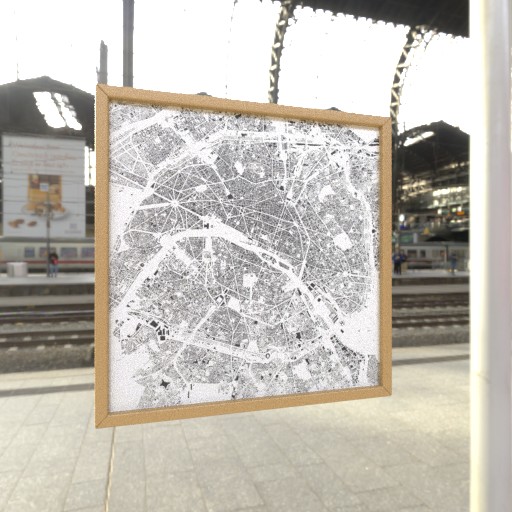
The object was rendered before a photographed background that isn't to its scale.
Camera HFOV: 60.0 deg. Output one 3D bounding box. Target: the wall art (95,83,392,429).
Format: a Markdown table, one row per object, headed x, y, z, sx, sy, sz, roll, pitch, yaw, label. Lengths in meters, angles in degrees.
| x | y | z | sx | sy | sz | roll | pitch | yaw | label |
| --- | --- | --- | --- | --- | --- | --- | --- | --- | --- |
| 0.000 | 0.000 | 0.747 | 0.509 | 0.509 | 0.036 | 0 | 0 | -18 | wall art |
